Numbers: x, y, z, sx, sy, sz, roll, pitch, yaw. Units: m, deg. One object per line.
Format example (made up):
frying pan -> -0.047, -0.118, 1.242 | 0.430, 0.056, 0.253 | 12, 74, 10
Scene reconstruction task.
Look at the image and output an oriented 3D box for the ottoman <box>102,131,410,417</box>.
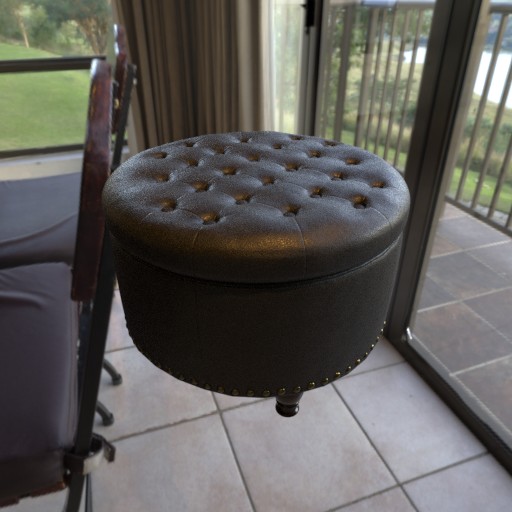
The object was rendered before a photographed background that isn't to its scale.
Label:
ottoman -> 0.000, 0.000, 1.047 | 0.637, 0.442, 0.637 | 0, 32, 0
